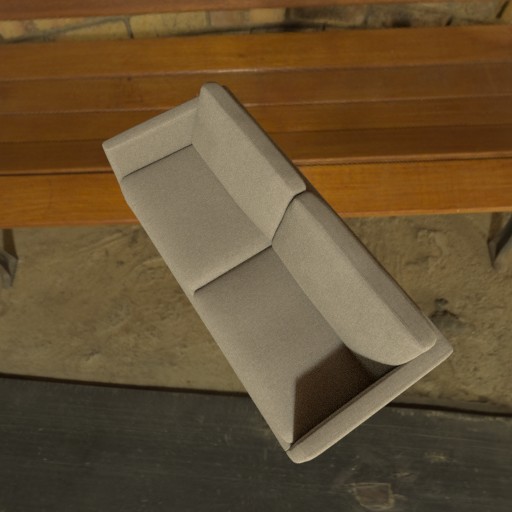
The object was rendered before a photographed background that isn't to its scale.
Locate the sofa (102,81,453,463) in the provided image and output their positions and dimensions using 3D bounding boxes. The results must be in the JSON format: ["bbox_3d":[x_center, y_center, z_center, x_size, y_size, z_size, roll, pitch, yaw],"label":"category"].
[{"bbox_3d":[0.000,0.000,2.731,0.956,0.963,2.208,-31,68,-14],"label":"sofa"}]
